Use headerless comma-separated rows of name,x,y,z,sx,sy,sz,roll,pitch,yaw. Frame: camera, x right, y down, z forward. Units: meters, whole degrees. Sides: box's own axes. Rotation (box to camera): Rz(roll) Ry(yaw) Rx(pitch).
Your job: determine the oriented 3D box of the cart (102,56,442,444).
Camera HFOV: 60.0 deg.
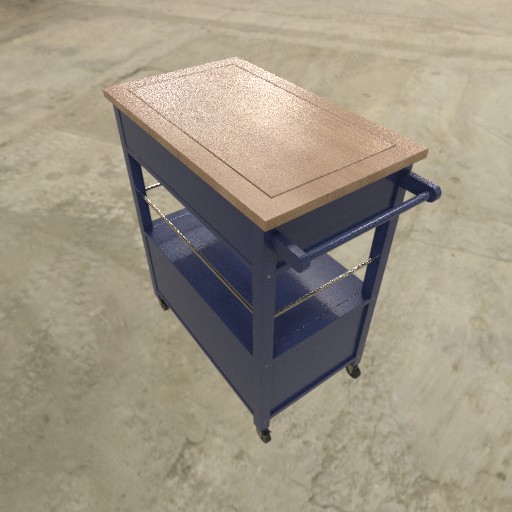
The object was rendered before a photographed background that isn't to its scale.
cart,0.000,0.000,1.394,0.459,0.901,0.840,-26,48,-26
